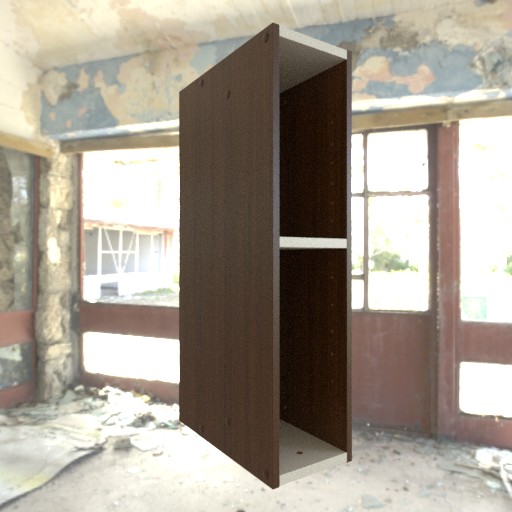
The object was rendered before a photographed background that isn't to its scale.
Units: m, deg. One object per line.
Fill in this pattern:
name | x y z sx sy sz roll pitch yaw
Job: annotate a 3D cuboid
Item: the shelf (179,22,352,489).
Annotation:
shelf | 0.000 0.000 0.729 0.147 0.600 0.290 0 0 -34
